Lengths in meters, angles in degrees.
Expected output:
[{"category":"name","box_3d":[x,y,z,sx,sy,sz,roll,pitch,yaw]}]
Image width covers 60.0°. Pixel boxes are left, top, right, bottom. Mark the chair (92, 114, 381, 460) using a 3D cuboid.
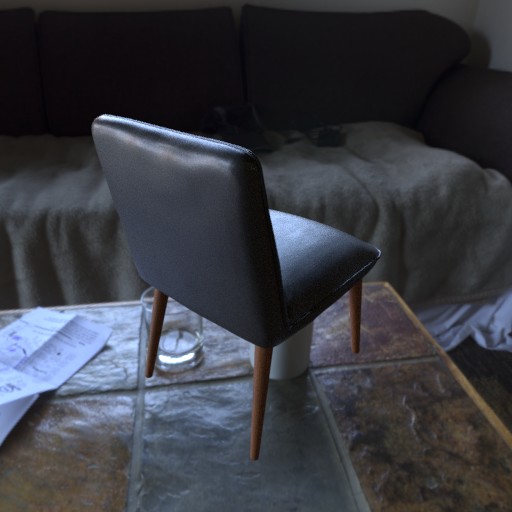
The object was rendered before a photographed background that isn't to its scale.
[{"category":"chair","box_3d":[0.000,0.000,1.238,0.543,0.801,0.645,20,35,31]}]
